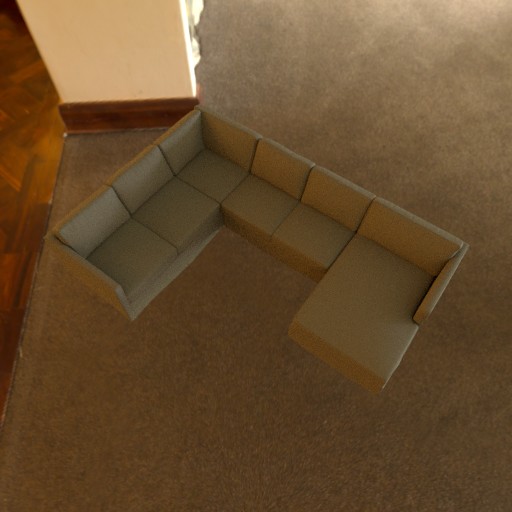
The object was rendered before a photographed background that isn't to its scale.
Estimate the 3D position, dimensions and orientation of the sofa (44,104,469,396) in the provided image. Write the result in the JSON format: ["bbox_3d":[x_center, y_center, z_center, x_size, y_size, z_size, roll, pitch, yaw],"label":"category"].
[{"bbox_3d":[0.000,0.000,4.552,3.460,0.882,2.427,32,64,18],"label":"sofa"}]
